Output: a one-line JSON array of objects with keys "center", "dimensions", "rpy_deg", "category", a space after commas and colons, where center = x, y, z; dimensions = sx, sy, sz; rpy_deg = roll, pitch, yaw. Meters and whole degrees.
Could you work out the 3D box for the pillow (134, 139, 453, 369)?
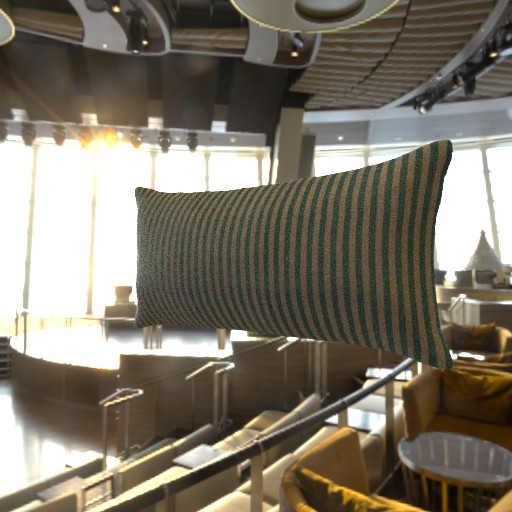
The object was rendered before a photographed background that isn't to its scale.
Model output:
[{"center": [0.000, 0.000, 0.742], "dimensions": [0.617, 0.295, 0.151], "rpy_deg": [-1, -1, 35], "category": "pillow"}]
